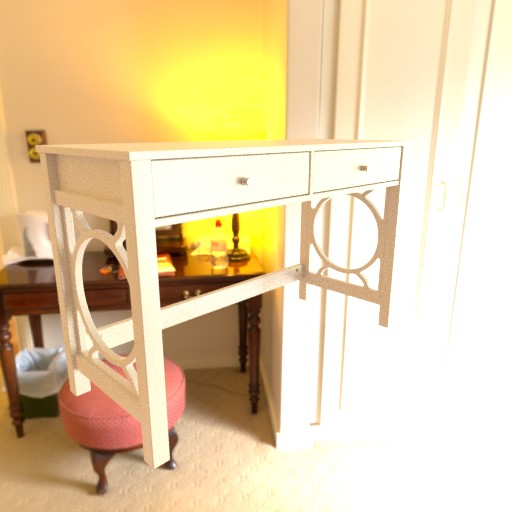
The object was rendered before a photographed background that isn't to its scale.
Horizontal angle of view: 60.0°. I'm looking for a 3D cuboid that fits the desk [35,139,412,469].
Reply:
[{"bbox_3d":[0.000,0.000,1.538,0.504,0.762,1.191,15,22,43],"label":"desk"}]
